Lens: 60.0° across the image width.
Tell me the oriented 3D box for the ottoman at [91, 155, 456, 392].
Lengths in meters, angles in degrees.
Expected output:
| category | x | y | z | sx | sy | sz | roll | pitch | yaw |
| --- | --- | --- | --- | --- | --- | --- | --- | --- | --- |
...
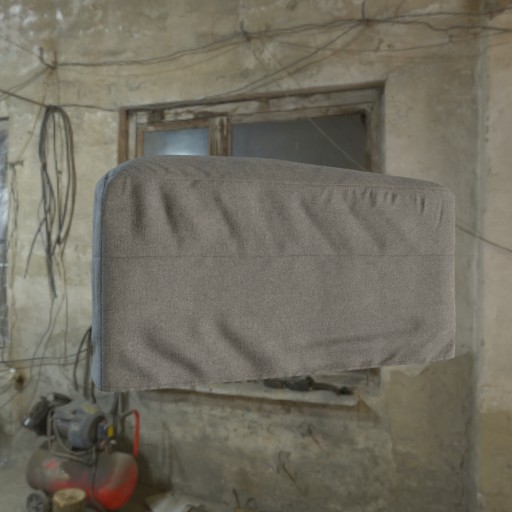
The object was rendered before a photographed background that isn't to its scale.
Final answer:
| category | x | y | z | sx | sy | sz | roll | pitch | yaw |
| --- | --- | --- | --- | --- | --- | --- | --- | --- | --- |
| ottoman | 0.000 | 0.000 | 1.218 | 0.837 | 0.481 | 0.683 | 0 | 1 | -18 |
